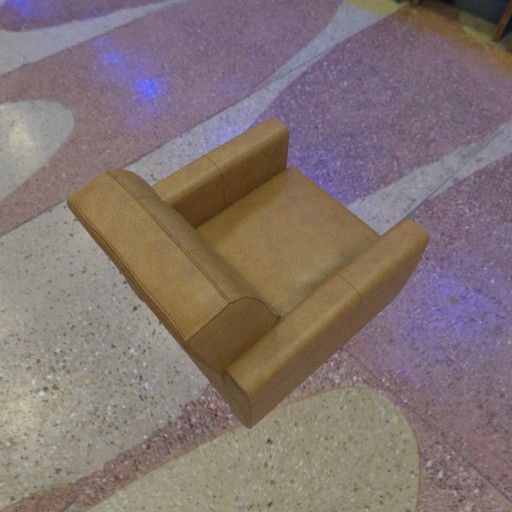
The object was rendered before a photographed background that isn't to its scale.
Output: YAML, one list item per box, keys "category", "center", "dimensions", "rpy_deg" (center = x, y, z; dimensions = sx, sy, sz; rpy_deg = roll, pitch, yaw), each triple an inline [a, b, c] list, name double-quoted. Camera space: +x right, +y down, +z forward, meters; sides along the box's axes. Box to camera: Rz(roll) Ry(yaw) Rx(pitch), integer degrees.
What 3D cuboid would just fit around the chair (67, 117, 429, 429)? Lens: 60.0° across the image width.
- category: "chair"
  center: [0.000, 0.000, 1.664]
  dimensions: [0.942, 0.968, 0.845]
  rpy_deg: [-36, 64, -21]
